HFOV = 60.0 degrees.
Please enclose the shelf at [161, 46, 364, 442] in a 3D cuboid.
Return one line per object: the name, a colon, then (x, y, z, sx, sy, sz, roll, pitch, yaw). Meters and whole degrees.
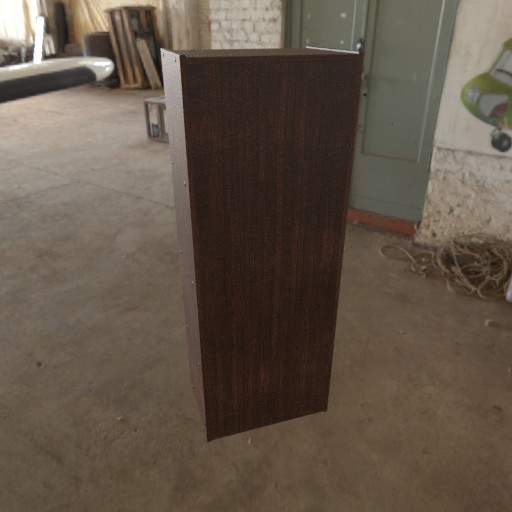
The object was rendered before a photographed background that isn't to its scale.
shelf: (0.000, 0.000, 1.302, 0.415, 1.099, 0.290, -8, 29, -16)
